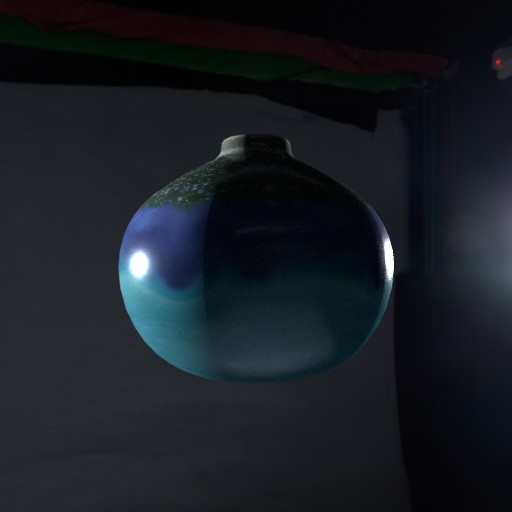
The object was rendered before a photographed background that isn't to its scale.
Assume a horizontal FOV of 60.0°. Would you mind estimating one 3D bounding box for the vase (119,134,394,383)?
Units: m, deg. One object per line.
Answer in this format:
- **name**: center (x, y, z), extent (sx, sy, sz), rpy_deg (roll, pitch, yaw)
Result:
- **vase**: center (0.000, 0.000, 0.260), extent (0.154, 0.133, 0.154), rpy_deg (0, -1, 0)
